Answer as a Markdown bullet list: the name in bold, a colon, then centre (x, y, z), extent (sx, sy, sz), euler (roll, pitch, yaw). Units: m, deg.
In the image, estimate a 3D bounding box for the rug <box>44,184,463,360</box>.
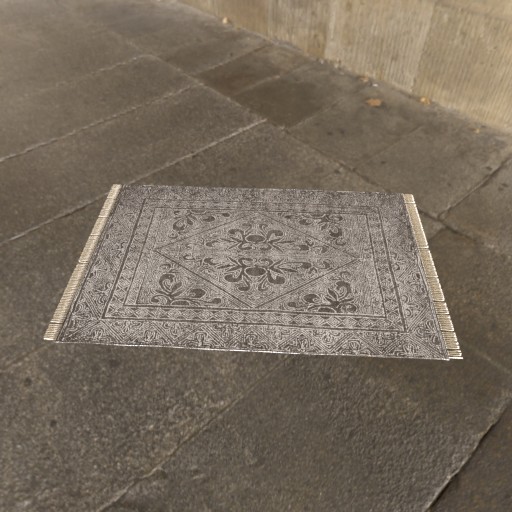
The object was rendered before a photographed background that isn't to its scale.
- **rug**: centre (0.000, 0.000, 3.089), extent (2.440, 0.010, 1.529), euler (2, 46, 2)
